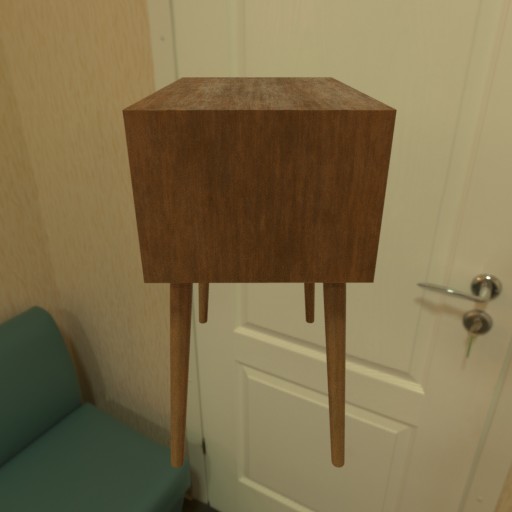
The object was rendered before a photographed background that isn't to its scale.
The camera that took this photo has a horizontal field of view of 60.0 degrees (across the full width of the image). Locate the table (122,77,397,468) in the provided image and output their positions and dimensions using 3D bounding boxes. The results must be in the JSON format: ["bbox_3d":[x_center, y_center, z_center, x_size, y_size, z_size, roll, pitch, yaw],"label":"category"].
[{"bbox_3d":[0.000,0.000,0.817,0.307,0.580,0.454,0,26,0],"label":"table"}]
